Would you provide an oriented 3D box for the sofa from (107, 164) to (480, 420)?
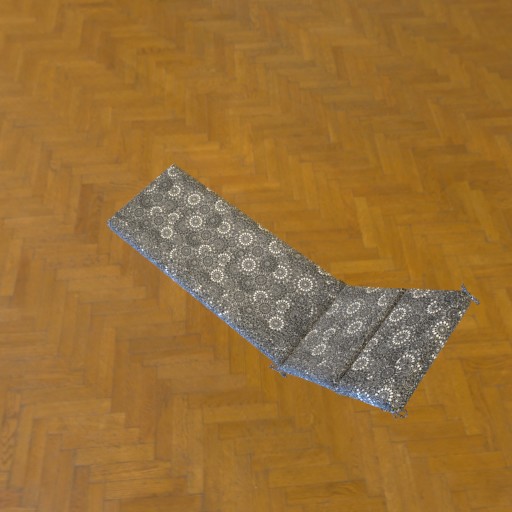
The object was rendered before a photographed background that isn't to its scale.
[{"bbox_3d":[0.000,0.000,1.985,1.663,0.622,0.582,36,68,17],"label":"sofa"}]
